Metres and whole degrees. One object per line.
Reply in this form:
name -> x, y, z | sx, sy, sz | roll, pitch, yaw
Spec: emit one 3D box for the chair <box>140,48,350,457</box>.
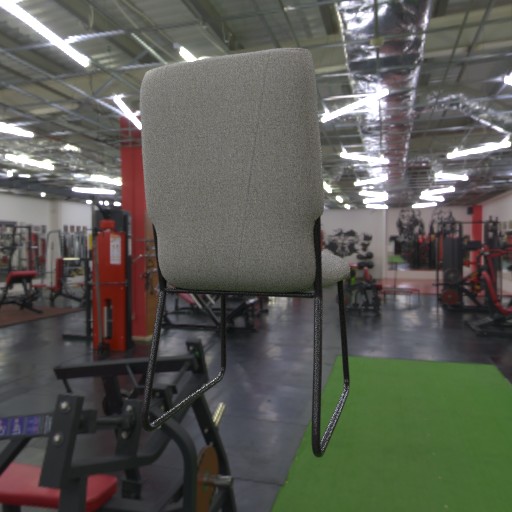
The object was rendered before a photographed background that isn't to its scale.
chair -> 0.000, 0.000, 1.184 | 0.448, 0.864, 0.560 | 0, 1, 19
